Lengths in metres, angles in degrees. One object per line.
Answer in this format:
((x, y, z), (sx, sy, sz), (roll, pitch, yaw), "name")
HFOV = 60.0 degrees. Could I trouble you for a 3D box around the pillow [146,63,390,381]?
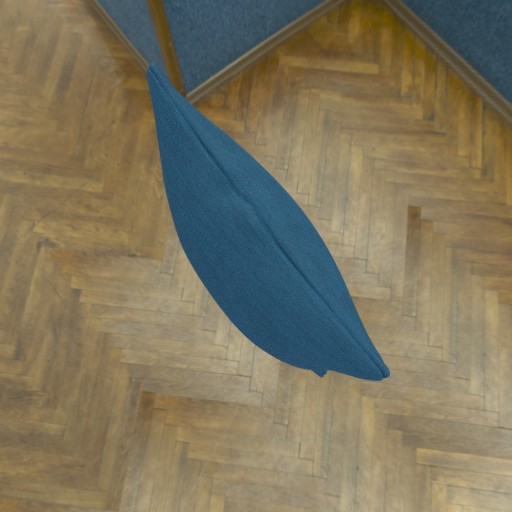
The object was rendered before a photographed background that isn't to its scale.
((0.000, 0.000, 0.671), (0.177, 0.420, 0.437), (-35, 78, -9), "pillow")
